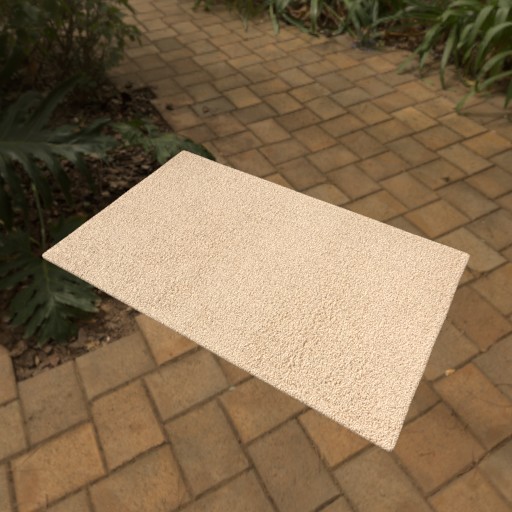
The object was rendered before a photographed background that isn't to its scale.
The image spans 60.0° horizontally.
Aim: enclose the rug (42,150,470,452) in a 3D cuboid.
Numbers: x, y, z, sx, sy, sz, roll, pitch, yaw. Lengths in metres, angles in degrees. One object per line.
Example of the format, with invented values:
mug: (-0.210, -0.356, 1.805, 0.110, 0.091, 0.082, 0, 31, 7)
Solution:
rug: (0.000, 0.000, 2.968, 2.438, 0.030, 1.524, 24, 50, 22)
